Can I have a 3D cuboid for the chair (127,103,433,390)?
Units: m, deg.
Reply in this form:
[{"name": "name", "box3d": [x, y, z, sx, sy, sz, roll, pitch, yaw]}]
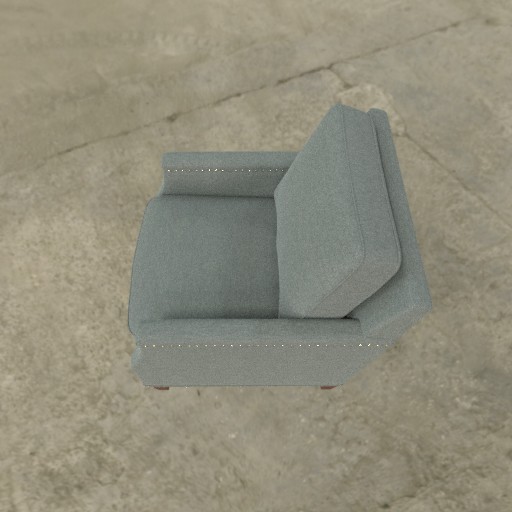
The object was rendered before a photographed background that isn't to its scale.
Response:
[{"name": "chair", "box3d": [0.000, 0.000, 1.836, 1.031, 1.031, 0.885, 0, 58, 0]}]
